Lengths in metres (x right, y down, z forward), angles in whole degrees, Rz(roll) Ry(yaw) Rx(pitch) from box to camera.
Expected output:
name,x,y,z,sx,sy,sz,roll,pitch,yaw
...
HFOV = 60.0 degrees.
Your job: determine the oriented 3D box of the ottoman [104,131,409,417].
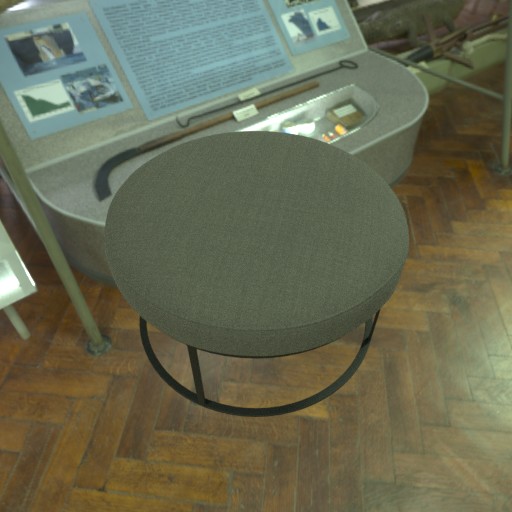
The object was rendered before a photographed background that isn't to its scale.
name,x,y,z,sx,sy,sz,roll,pitch,yaw
ottoman,0.000,0.000,1.254,0.772,0.460,0.772,0,45,0
